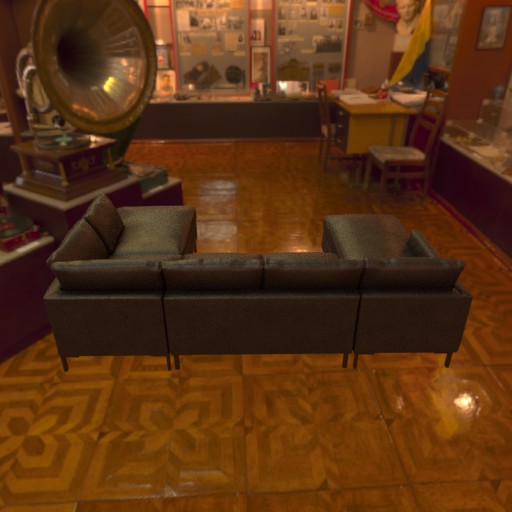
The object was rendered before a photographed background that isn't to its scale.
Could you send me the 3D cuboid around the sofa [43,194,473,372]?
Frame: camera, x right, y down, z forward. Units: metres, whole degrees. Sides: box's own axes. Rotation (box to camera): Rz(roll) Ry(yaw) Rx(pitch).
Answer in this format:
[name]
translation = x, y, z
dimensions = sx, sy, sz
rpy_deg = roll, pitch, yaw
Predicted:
[sofa]
translation = 0.000, 0.000, 3.924
dimensions = 2.956, 0.900, 1.939
rpy_deg = 0, 29, -1
